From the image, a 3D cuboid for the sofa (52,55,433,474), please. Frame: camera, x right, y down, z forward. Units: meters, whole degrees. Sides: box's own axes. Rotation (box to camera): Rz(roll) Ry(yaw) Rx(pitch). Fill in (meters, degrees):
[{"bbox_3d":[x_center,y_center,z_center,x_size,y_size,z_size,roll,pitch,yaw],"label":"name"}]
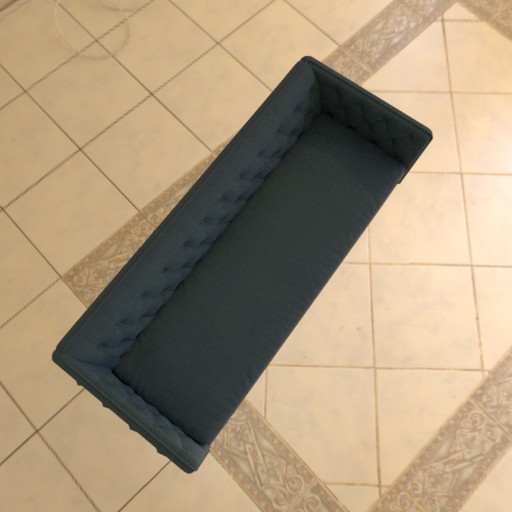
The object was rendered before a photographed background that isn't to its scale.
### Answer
[{"bbox_3d":[0.000,0.000,2.635,0.895,0.771,2.209,36,77,9],"label":"sofa"}]
